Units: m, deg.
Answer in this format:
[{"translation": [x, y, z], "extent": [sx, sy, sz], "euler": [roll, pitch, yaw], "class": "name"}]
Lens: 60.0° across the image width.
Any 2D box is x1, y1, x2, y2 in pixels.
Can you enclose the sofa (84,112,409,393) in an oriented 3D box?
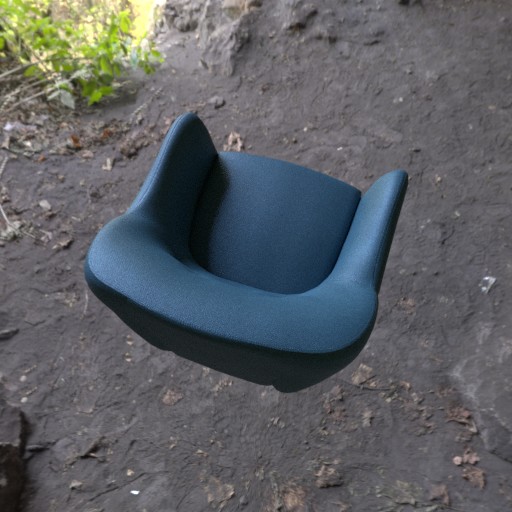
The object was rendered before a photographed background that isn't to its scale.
[{"translation": [0.000, 0.000, 1.537], "extent": [0.836, 0.817, 0.825], "euler": [17, 66, 8], "class": "sofa"}]
